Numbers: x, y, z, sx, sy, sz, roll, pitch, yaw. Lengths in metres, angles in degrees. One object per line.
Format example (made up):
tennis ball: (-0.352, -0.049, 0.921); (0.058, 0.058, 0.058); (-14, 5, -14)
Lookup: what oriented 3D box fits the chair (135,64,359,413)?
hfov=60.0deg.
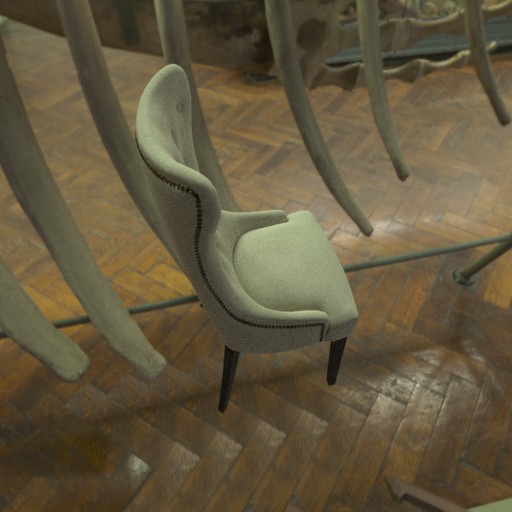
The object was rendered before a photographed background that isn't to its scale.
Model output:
chair: (0.000, 0.000, 1.442); (0.590, 1.065, 0.584); (-9, 47, -9)
